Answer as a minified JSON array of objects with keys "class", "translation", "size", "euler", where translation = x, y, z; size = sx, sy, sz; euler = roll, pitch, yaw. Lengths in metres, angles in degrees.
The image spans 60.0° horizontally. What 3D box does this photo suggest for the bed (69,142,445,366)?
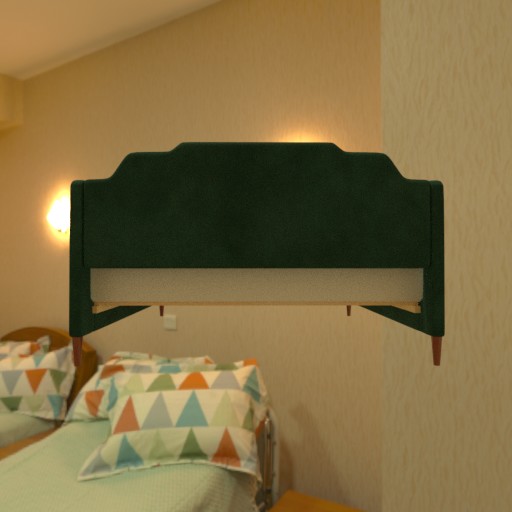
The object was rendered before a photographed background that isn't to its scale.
[{"class":"bed","translation":[0.000,0.000,3.605],"size":[2.074,1.245,2.340],"euler":[0,-1,0]}]
